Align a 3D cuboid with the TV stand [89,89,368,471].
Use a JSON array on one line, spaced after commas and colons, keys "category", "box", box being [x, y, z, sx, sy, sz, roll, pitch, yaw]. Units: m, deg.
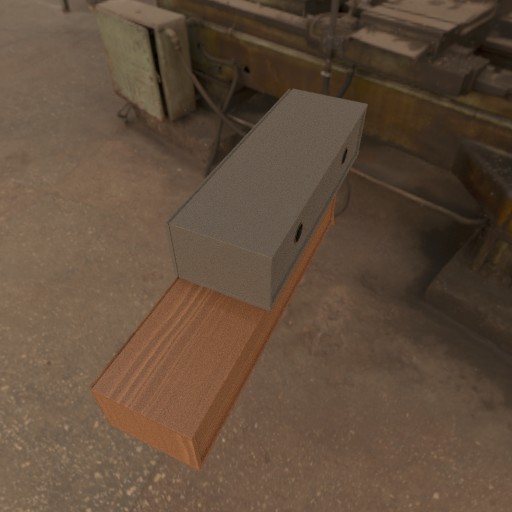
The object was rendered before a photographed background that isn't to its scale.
[{"category": "TV stand", "box": [0.000, 0.000, 1.551, 0.329, 0.591, 1.336, 19, 48, 17]}]
